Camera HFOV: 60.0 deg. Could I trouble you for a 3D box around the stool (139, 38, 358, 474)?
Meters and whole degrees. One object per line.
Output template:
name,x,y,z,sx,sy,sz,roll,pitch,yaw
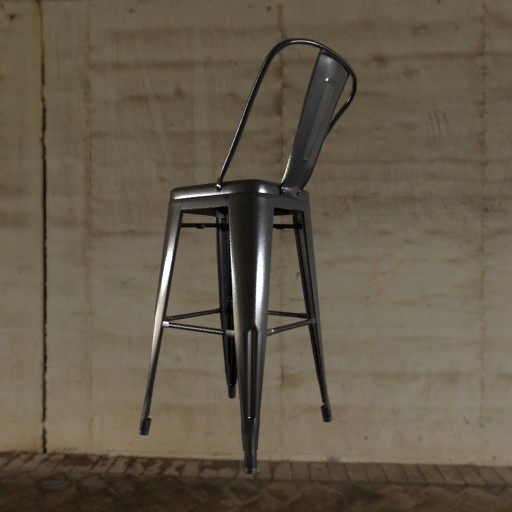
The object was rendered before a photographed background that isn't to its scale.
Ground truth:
stool,0.000,0.000,1.276,0.528,1.022,0.432,0,1,36
